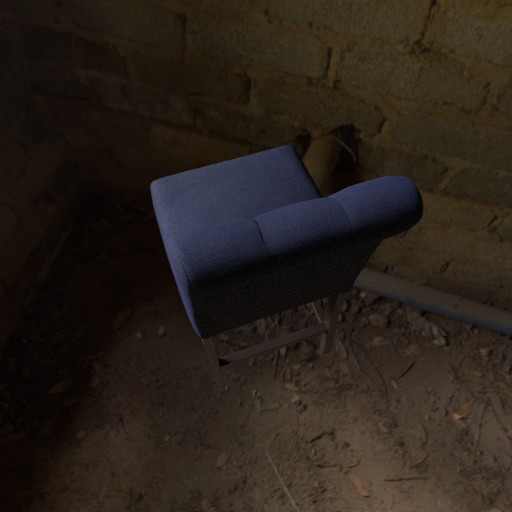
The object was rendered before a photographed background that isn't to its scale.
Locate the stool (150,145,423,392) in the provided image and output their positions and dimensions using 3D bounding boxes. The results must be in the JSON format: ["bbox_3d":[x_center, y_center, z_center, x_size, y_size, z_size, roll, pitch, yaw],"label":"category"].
[{"bbox_3d":[0.000,0.000,1.313,0.493,1.010,0.601,-17,60,-10],"label":"stool"}]
